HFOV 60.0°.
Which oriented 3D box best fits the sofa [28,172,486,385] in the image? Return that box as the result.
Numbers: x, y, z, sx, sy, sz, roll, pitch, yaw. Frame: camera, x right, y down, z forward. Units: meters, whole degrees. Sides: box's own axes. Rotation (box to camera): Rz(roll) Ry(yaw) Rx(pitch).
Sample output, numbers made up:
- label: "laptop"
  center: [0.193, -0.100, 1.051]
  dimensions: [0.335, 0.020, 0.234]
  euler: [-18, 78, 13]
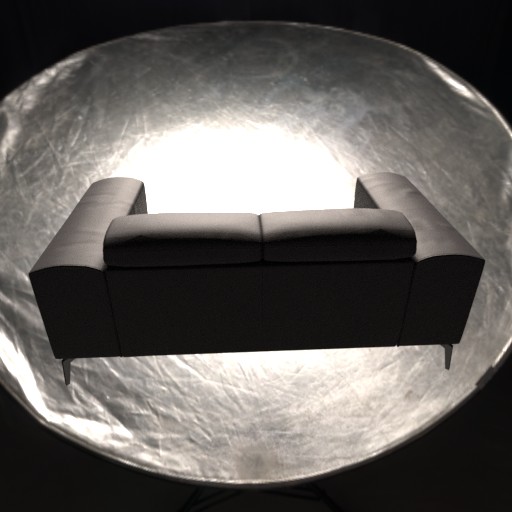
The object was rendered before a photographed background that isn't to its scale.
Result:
- label: "sofa"
  center: [0.000, 0.000, 2.333]
  dimensions: [1.895, 0.779, 1.003]
  euler: [-2, 31, -3]
